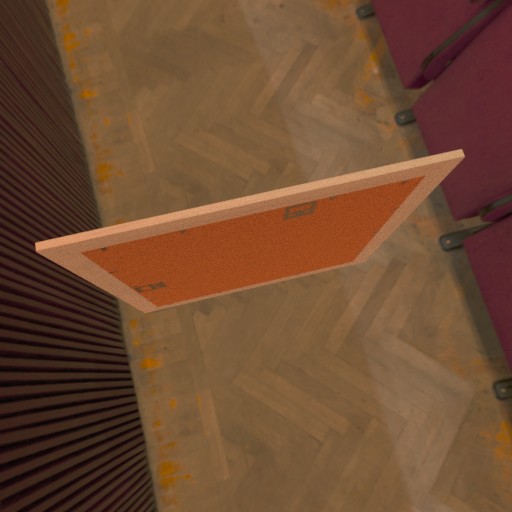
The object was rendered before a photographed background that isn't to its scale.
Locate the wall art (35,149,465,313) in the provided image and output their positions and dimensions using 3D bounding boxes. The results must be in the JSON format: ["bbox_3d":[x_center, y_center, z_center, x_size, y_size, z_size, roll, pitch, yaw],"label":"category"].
[{"bbox_3d":[0.000,0.000,0.869,0.584,0.584,0.013,-13,75,-3],"label":"wall art"}]
